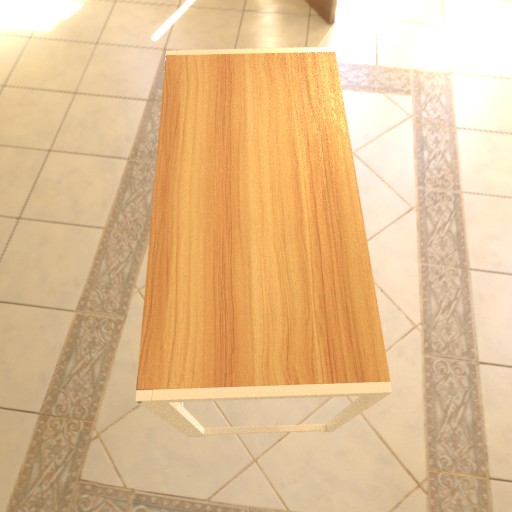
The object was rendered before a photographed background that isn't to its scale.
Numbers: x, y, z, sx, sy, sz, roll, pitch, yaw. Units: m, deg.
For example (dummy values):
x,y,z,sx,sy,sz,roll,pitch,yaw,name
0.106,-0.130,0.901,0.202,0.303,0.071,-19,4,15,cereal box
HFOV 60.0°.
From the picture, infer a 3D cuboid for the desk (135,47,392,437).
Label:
x,y,z,sx,sy,sz,roll,pitch,yaw,name
0.000,0.000,1.441,0.508,0.762,1.016,-2,63,-1,desk
